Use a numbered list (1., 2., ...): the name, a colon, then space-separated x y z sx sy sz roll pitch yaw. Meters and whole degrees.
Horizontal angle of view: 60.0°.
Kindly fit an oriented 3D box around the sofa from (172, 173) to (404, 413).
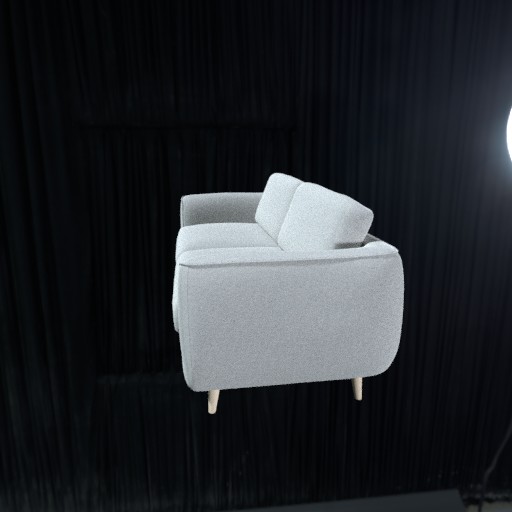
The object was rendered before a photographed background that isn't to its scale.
1. sofa: 0.000 0.000 2.545 0.920 0.850 2.000 -2 15 -9
